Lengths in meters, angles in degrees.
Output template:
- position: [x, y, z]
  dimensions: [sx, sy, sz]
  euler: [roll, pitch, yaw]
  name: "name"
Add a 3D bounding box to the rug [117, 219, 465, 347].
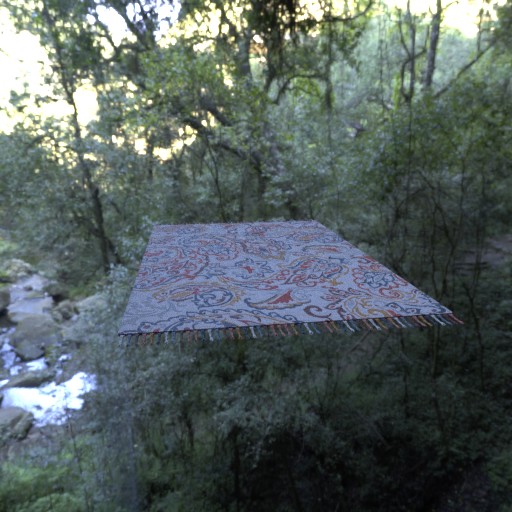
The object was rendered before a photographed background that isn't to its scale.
- position: [0.000, 0.000, 2.437]
  dimensions: [1.218, 0.010, 1.997]
  euler: [-2, 16, -8]
  name: "rug"
